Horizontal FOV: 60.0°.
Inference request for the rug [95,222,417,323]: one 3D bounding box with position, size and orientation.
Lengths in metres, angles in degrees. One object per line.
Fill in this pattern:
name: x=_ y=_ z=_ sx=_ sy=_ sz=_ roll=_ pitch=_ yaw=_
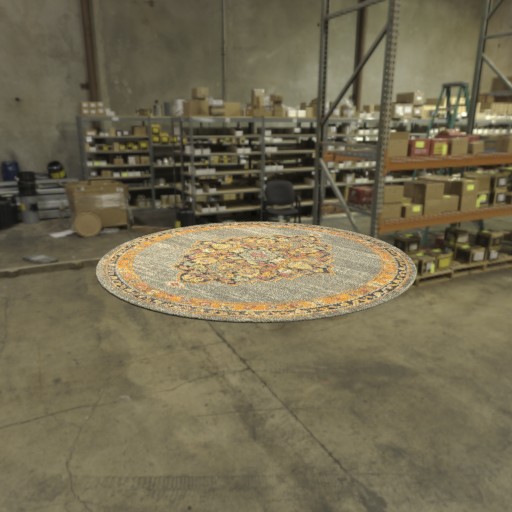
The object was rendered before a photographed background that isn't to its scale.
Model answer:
rug: x=0.000 y=0.000 z=2.333 sx=1.598 sy=0.010 sz=1.598 roll=0 pitch=17 yaw=0
